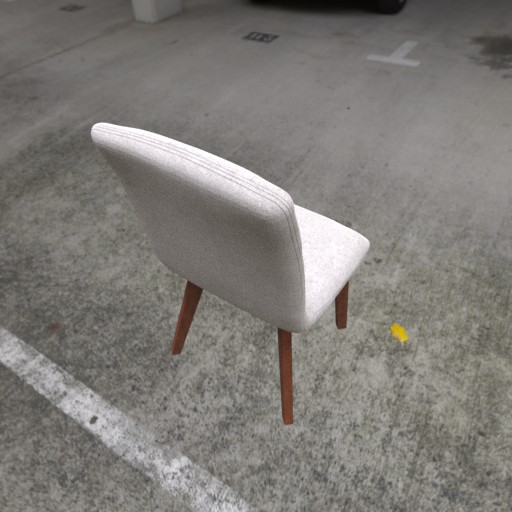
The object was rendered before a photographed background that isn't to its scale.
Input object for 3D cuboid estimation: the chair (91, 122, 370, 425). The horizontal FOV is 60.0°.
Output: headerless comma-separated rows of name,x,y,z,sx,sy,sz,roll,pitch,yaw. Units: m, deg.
chair,0.000,0.000,1.287,0.522,0.974,0.563,25,51,22
